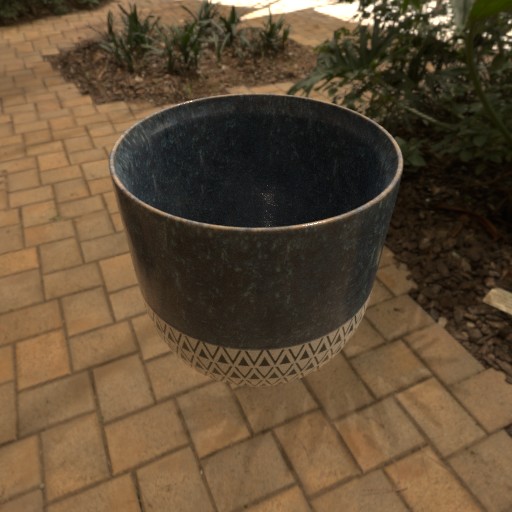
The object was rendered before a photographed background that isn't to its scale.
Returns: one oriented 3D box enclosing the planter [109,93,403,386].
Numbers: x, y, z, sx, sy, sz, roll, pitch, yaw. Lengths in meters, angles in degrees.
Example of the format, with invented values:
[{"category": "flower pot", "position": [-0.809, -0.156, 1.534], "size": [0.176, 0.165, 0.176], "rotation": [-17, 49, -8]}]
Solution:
[{"category": "planter", "position": [0.000, 0.000, 0.498], "size": [0.266, 0.270, 0.266], "rotation": [0, 40, 0]}]
